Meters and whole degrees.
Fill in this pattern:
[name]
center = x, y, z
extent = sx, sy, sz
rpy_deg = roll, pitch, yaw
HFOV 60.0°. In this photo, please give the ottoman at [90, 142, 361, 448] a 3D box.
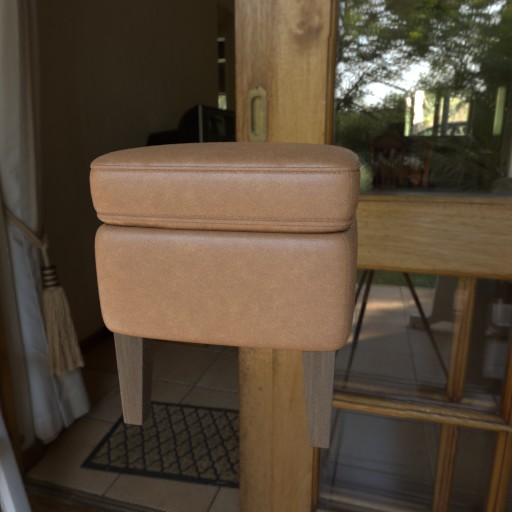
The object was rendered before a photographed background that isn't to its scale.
[ottoman]
center = 0.000, 0.000, 0.965
extent = 0.420, 0.480, 0.670
rpy_deg = 3, 14, 11
